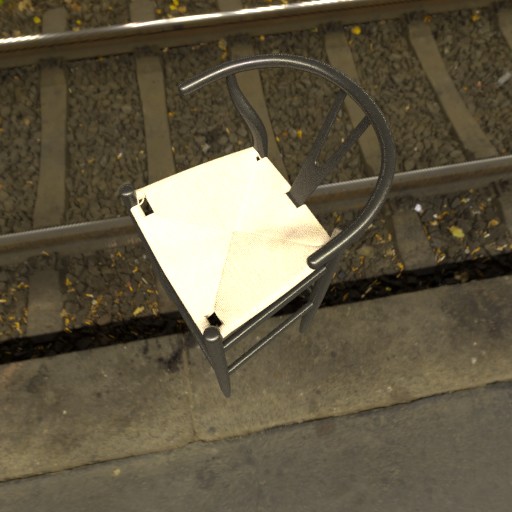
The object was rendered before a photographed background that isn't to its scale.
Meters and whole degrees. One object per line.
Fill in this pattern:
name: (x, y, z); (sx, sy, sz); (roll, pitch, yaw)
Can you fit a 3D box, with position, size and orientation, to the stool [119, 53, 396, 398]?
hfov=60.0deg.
stool: (0.000, 0.000, 1.398); (0.579, 1.072, 0.569); (-29, 67, -13)
